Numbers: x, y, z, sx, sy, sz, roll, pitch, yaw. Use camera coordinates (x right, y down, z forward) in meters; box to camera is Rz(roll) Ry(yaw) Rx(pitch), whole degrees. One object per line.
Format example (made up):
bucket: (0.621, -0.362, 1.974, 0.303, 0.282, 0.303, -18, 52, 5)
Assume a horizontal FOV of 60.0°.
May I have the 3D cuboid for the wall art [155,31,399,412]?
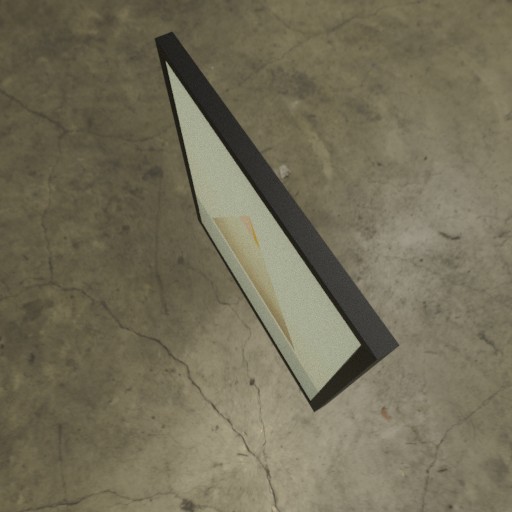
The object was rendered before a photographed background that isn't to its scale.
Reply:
wall art: (0.000, 0.000, 1.134, 0.042, 0.766, 0.769, -28, 68, -12)
